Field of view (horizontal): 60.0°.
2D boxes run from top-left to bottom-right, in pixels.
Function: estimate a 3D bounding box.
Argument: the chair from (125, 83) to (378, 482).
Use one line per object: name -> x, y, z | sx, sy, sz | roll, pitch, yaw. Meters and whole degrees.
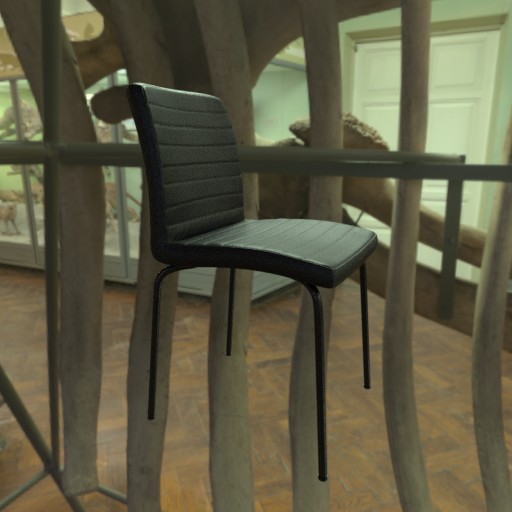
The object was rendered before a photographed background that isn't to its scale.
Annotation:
chair -> 0.000, 0.000, 1.191 | 0.572, 0.872, 0.450 | 7, 16, 26
